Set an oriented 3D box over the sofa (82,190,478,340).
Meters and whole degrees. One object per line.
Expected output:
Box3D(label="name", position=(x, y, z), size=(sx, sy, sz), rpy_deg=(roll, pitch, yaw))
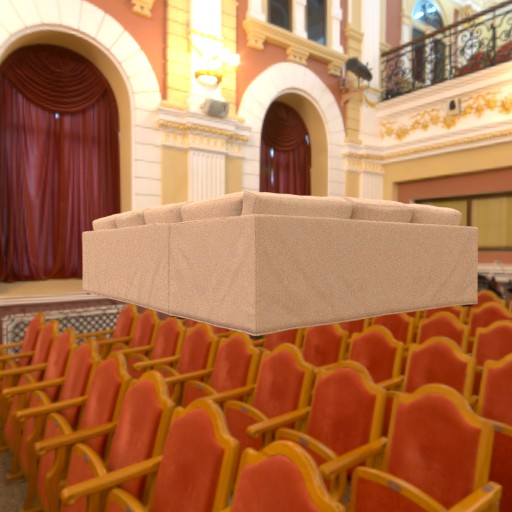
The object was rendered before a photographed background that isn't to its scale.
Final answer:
Box3D(label="sofa", position=(0.000, 0.000, 4.358), size=(2.432, 0.871, 3.182), rpy_deg=(-1, 1, -37))
